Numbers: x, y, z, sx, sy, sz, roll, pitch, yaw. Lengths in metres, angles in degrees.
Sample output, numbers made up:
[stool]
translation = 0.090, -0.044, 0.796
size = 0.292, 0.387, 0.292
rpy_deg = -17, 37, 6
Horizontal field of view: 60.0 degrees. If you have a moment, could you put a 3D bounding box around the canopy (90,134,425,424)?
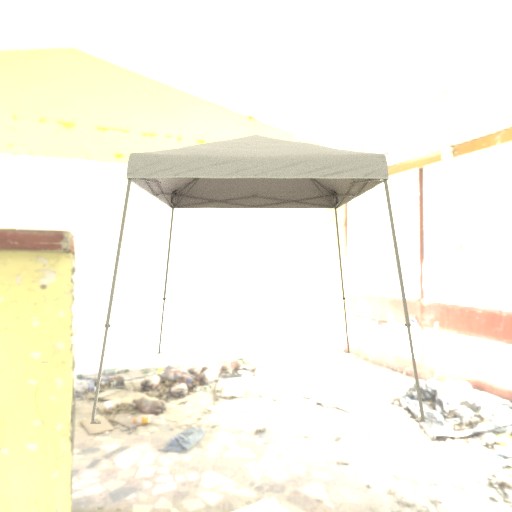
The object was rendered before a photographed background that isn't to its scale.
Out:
[canopy]
translation = 0.000, 0.000, 6.561
size = 3.600, 3.600, 3.599
rpy_deg = 0, 0, -1
